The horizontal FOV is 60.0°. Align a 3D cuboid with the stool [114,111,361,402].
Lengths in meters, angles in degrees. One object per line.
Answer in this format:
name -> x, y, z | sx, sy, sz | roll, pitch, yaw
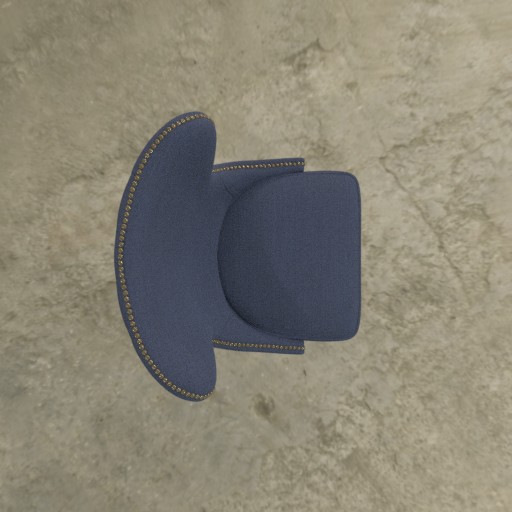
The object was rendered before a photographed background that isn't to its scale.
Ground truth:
stool -> 0.000, 0.000, 1.369 | 0.597, 0.972, 0.615 | 0, 90, -1
